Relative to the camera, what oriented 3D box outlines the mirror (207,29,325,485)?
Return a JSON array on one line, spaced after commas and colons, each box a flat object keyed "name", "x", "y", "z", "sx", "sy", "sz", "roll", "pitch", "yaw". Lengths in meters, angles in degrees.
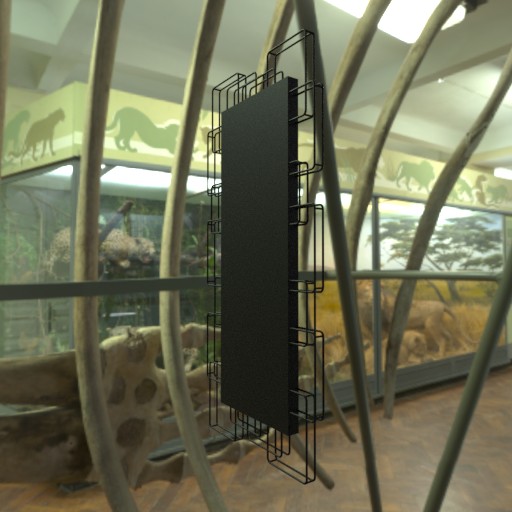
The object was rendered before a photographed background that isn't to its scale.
[{"name": "mirror", "x": 0.000, "y": 0.000, "z": 1.362, "sx": 0.037, "sy": 1.192, "sz": 0.565, "roll": 1, "pitch": -1, "yaw": -35}]
